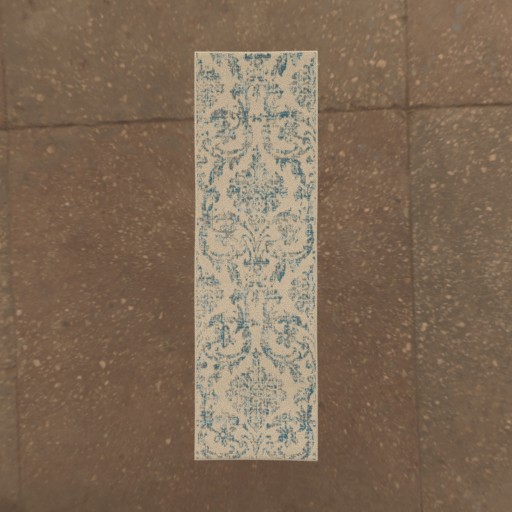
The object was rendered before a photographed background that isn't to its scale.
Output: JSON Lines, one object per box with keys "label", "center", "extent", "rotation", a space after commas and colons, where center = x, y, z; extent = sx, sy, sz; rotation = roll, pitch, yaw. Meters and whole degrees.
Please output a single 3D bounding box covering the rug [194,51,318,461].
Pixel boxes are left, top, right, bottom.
{"label": "rug", "center": [0.000, 0.000, 2.377], "extent": [0.662, 0.011, 2.196], "rotation": [0, 90, 1]}
